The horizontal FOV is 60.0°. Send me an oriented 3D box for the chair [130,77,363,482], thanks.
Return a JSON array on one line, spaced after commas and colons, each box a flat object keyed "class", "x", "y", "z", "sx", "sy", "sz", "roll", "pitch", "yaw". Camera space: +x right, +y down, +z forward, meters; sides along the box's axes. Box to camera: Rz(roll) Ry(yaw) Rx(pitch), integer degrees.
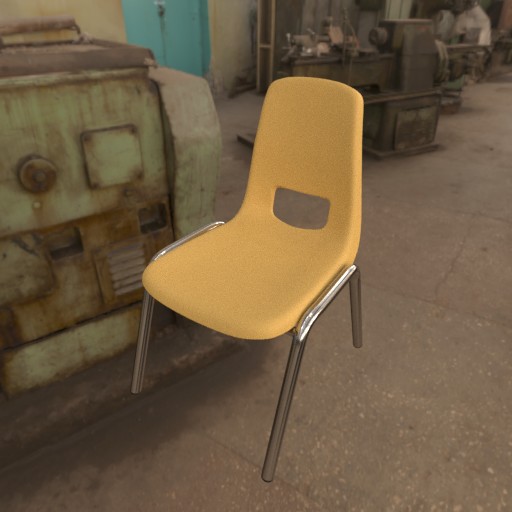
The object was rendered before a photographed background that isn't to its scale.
[{"class": "chair", "x": 0.000, "y": 0.000, "z": 0.839, "sx": 0.354, "sy": 0.586, "sz": 0.423, "roll": 20, "pitch": 36, "yaw": 30}]
